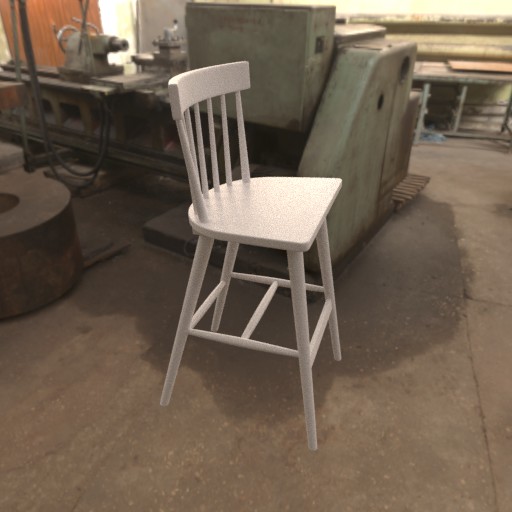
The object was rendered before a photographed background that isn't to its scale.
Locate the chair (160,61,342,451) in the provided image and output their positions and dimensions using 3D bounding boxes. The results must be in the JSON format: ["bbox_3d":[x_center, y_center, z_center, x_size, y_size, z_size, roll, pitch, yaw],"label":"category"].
[{"bbox_3d":[0.000,0.000,1.418,0.572,1.092,0.483,10,31,17],"label":"chair"}]
